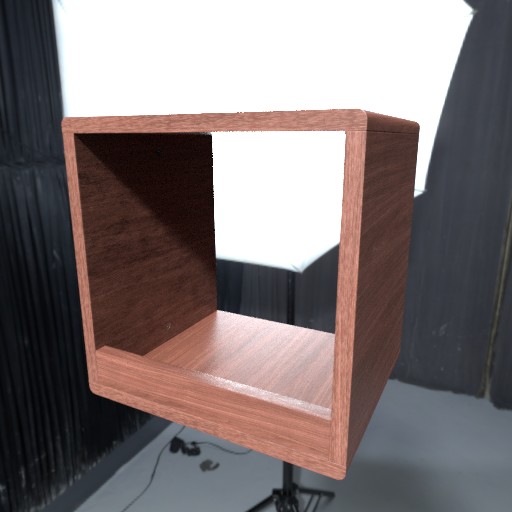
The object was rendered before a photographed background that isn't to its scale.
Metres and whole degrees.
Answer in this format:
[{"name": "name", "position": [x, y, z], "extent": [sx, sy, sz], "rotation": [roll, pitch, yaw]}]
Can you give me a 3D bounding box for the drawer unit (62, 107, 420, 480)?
[{"name": "drawer unit", "position": [0.000, 0.000, 0.594], "extent": [0.349, 0.351, 0.290], "rotation": [8, 17, 27]}]
